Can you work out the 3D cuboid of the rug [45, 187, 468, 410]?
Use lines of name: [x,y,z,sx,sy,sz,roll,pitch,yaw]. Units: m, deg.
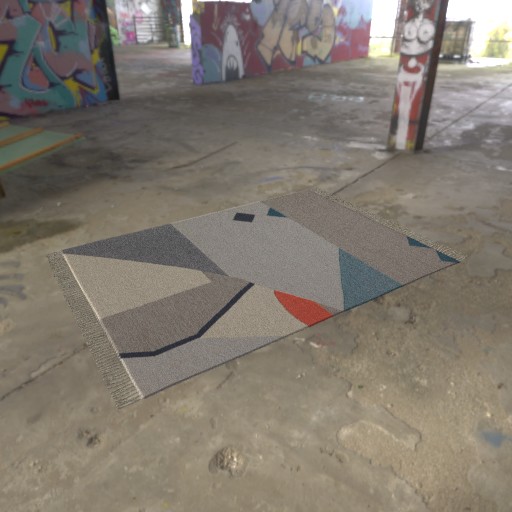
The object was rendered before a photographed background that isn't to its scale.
rug: [0.000,0.000,2.279,1.828,0.005,1.220,-17,34,-28]
